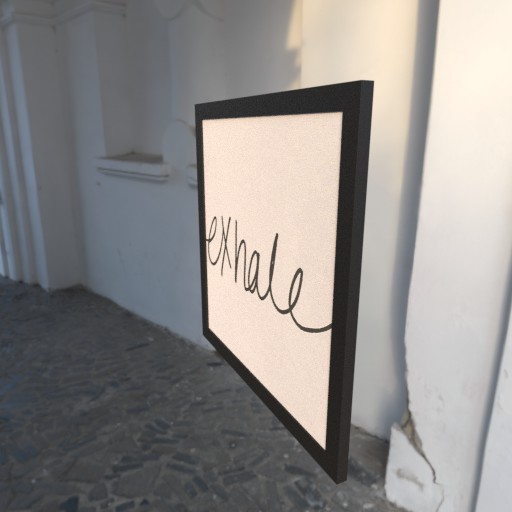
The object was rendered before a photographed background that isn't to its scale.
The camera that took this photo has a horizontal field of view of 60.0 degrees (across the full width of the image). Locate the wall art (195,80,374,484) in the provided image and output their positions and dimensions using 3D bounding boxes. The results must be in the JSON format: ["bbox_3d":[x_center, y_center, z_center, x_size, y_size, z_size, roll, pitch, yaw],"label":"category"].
[{"bbox_3d":[0.000,0.000,0.525,0.012,0.357,0.358,-8,18,-26],"label":"wall art"}]
